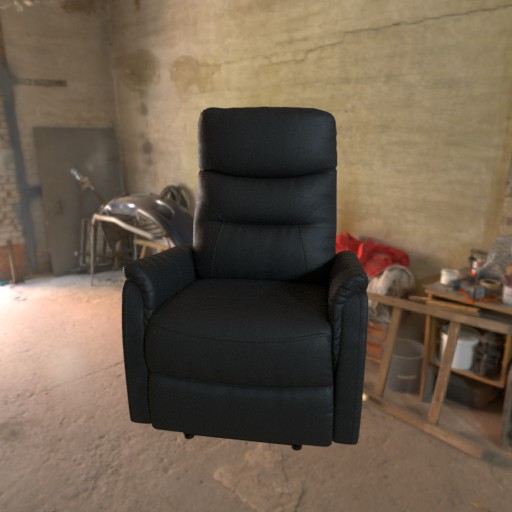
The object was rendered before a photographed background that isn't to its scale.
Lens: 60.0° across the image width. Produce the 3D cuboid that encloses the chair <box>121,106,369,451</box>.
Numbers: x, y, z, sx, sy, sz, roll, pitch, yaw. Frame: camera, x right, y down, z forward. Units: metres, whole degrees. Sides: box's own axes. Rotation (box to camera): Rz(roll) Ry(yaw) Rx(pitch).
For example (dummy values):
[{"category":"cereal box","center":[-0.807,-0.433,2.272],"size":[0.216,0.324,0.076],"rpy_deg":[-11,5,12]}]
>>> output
[{"category":"chair","center":[0.000,0.000,1.651],"size":[0.775,1.082,0.831],"rpy_deg":[2,16,8]}]
